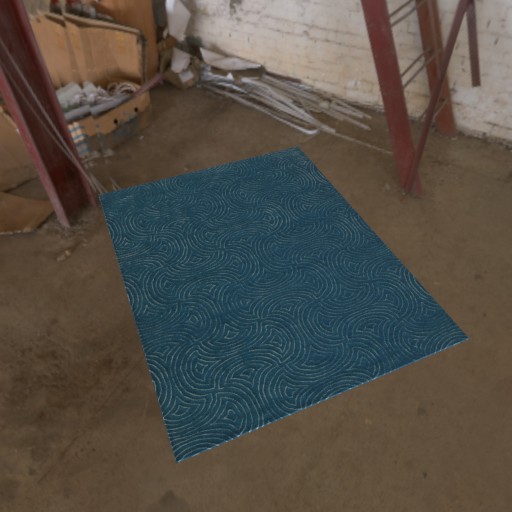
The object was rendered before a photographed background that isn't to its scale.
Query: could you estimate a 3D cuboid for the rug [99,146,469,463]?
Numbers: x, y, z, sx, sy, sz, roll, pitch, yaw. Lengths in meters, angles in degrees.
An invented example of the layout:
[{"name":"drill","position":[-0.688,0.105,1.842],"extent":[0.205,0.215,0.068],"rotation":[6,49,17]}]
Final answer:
[{"name":"rug","position":[0.000,0.000,4.193],"extent":[2.432,0.012,3.033],"rotation":[-17,49,-16]}]
